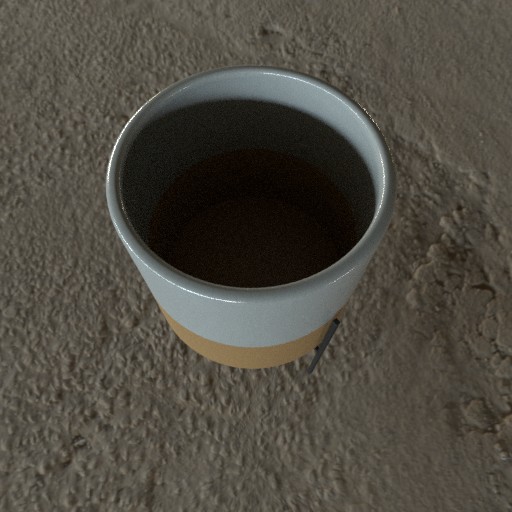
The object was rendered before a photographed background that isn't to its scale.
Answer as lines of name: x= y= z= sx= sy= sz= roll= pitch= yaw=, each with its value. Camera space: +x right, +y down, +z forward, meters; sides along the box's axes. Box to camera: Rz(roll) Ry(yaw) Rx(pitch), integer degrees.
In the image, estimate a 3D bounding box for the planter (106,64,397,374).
planter: x=0.000 y=0.000 z=0.650 sx=0.310 sy=0.432 sz=0.310 roll=34 pitch=69 yaw=15
